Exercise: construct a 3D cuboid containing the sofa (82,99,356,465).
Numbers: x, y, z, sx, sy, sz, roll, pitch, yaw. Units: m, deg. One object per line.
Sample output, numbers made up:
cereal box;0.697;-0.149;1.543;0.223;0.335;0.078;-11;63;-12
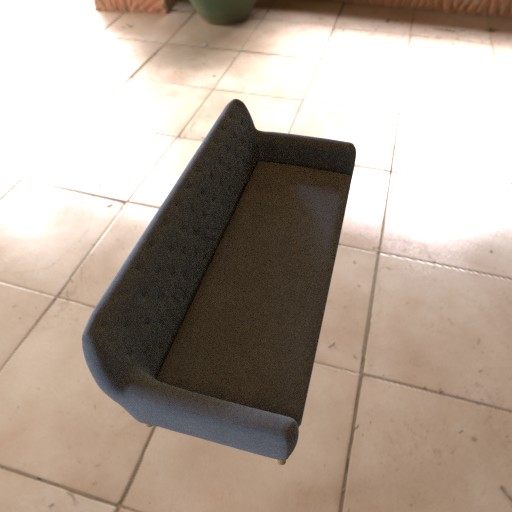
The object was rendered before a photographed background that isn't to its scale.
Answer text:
sofa;0.000;0.000;2.384;0.830;0.830;1.970;11;48;10
